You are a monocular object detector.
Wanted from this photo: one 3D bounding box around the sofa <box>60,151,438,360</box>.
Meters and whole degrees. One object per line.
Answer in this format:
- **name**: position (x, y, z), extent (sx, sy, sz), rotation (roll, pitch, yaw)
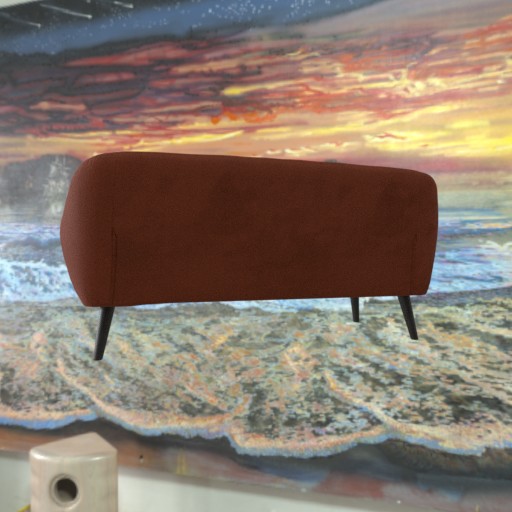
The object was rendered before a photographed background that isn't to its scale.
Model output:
- **sofa**: position (0.000, 0.000, 2.265), extent (1.840, 0.836, 0.820), rotation (0, 0, -17)
